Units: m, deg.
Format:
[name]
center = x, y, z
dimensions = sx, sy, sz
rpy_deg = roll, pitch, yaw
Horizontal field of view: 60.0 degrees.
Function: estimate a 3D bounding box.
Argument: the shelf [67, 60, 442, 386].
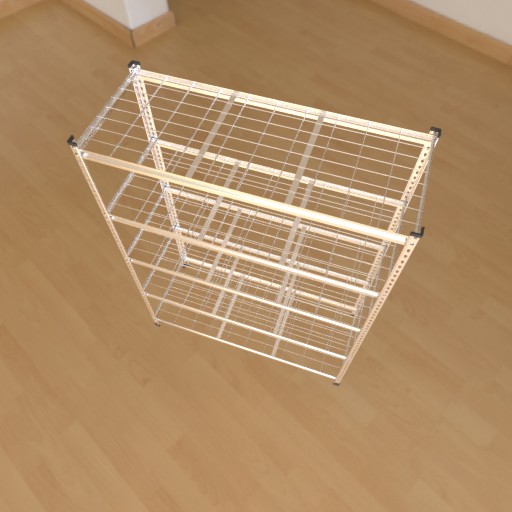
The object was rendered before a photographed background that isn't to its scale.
[shelf]
center = 0.000, 0.000, 2.769
dimensions = 1.524, 1.981, 0.610
rpy_deg = 16, 59, 10
